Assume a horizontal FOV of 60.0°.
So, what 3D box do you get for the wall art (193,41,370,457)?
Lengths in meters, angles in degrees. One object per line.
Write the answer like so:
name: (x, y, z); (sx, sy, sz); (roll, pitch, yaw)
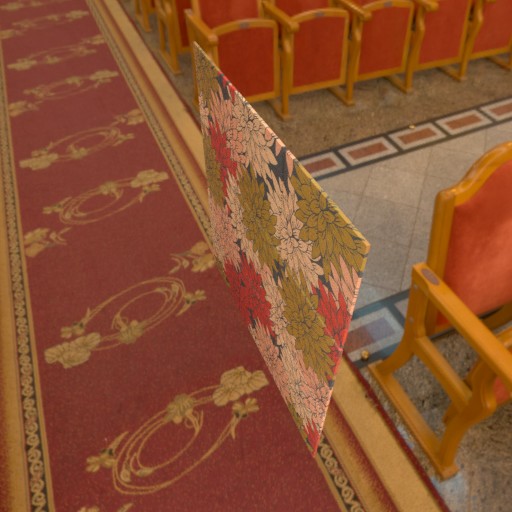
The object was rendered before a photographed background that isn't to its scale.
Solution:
wall art: (0.000, 0.000, 2.210); (0.013, 1.534, 1.519); (-17, 49, -16)
